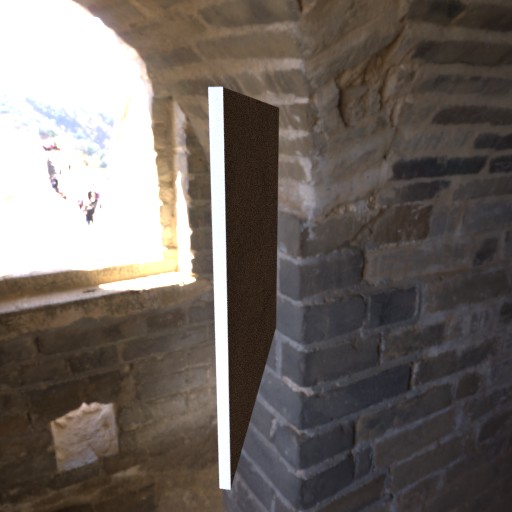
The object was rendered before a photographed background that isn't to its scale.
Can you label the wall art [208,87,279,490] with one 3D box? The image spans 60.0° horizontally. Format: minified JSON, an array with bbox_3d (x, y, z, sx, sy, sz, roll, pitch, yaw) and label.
[{"bbox_3d":[0.000,0.000,0.999,0.020,0.661,0.664,3,16,9],"label":"wall art"}]
